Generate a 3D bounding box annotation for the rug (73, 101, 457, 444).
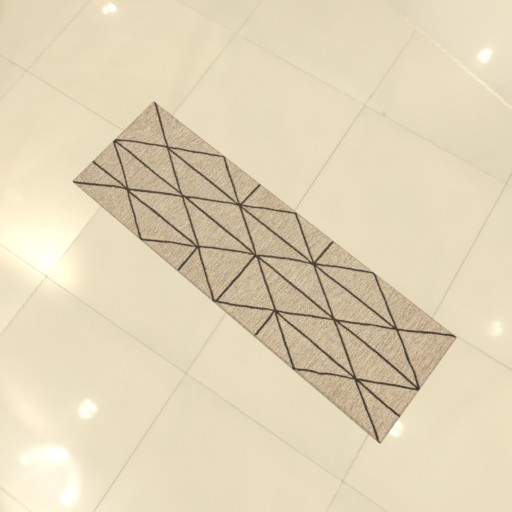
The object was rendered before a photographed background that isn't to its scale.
[{"bbox_3d":[0.000,0.000,2.720,2.438,0.012,0.762,39,79,9],"label":"rug"}]
